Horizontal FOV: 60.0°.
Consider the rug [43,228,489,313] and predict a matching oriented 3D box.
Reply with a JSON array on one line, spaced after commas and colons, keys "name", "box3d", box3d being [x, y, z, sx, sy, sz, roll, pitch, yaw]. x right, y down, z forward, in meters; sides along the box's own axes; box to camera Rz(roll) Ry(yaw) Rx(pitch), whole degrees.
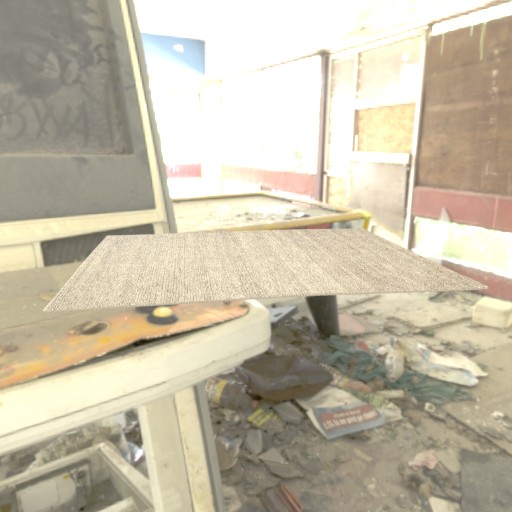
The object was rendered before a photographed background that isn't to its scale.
[{"name": "rug", "box3d": [0.000, 0.000, 4.285, 3.202, 0.045, 2.434, -2, 15, -8]}]
